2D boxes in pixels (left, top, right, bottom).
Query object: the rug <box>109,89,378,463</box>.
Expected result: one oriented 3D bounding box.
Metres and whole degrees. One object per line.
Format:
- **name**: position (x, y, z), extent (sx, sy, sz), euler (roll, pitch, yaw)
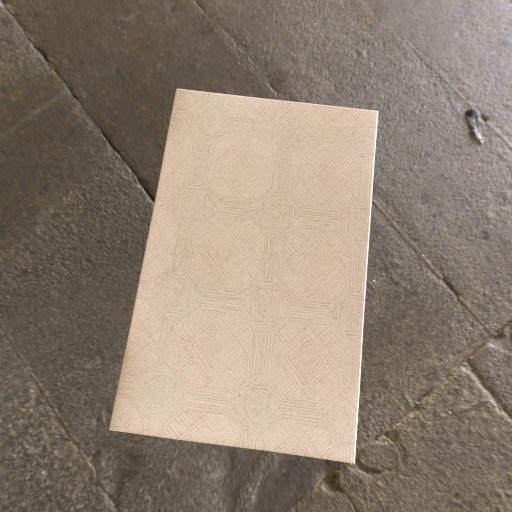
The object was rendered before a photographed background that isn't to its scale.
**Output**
- **rug**: position (0.000, 0.000, 3.026), extent (1.524, 0.008, 2.440), euler (7, 76, 2)
